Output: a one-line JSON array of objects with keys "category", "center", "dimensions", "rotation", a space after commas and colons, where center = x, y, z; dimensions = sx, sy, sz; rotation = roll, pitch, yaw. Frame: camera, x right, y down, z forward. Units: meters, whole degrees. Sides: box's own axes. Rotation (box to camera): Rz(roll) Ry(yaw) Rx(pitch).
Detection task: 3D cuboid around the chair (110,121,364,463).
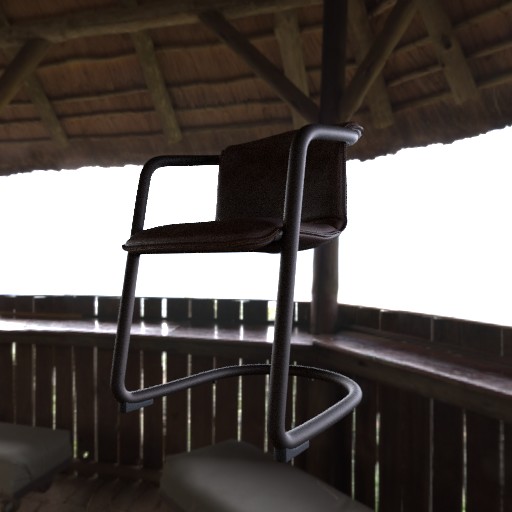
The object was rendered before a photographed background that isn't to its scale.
[{"category": "chair", "center": [0.000, 0.000, 1.255], "dimensions": [0.536, 0.836, 0.664], "rotation": [-1, -1, 36]}]
